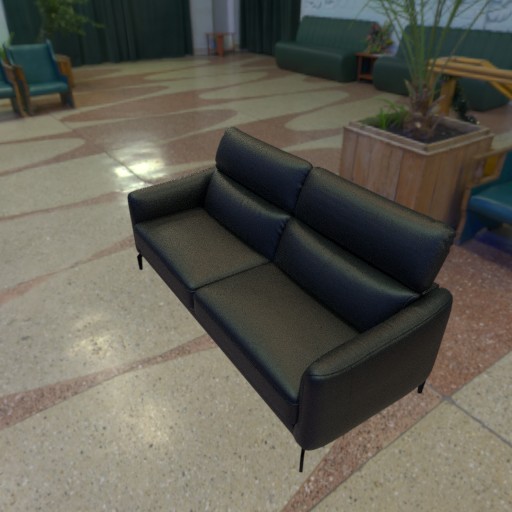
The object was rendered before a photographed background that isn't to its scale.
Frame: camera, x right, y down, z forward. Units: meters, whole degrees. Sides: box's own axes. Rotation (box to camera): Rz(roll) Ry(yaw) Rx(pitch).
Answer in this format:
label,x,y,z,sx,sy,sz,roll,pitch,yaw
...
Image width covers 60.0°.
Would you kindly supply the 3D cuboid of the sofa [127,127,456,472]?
label,x,y,z,sx,sy,sz,roll,pitch,yaw
sofa,0.000,0.000,2.552,0.856,0.957,2.069,-19,37,-28
